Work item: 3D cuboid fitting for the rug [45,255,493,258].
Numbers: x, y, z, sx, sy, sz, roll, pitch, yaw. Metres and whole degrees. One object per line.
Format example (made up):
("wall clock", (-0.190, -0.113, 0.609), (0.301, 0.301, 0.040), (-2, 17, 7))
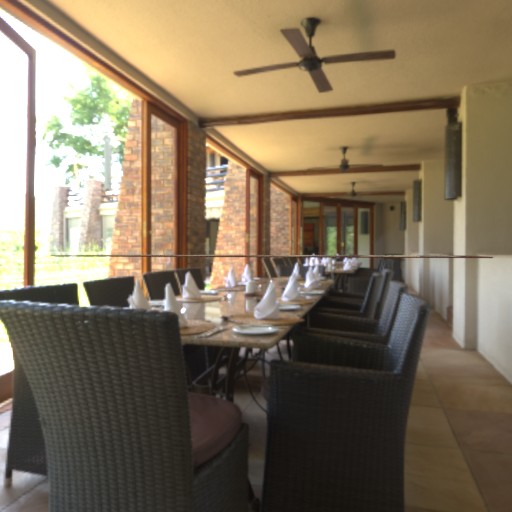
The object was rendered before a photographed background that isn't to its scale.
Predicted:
("rug", (0.000, 0.000, 2.689), (2.437, 0.006, 0.792), (0, 1, 18))
